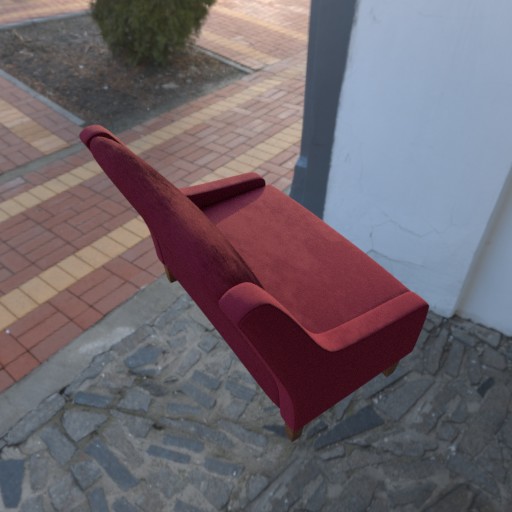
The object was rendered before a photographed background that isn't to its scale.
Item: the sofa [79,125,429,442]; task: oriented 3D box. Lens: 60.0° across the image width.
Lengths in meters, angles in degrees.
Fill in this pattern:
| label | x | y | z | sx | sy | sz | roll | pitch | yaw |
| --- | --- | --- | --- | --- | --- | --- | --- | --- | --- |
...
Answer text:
| label | x | y | z | sx | sy | sz | roll | pitch | yaw |
| --- | --- | --- | --- | --- | --- | --- | --- | --- | --- |
| sofa | 0.000 | 0.000 | 1.942 | 0.946 | 0.976 | 1.242 | -24 | 46 | -25 |
